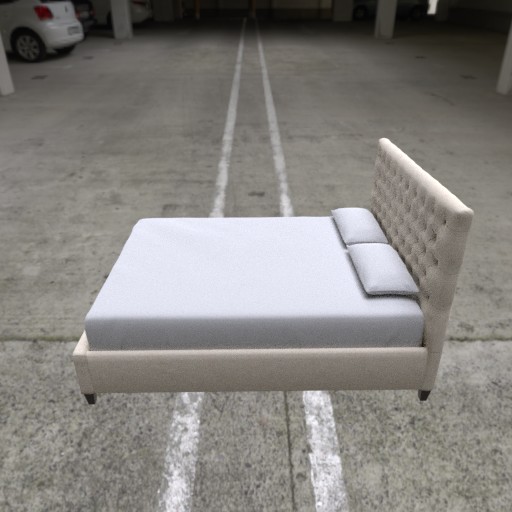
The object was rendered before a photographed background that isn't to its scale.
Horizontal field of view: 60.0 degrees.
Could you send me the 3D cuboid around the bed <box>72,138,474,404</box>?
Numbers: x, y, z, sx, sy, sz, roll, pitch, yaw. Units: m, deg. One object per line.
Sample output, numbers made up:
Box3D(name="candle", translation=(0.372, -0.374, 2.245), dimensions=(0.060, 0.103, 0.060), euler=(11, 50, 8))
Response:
Box3D(name="bed", translation=(0.000, 0.000, 3.439), dimensions=(2.387, 1.427, 1.698), euler=(0, 28, -1))
